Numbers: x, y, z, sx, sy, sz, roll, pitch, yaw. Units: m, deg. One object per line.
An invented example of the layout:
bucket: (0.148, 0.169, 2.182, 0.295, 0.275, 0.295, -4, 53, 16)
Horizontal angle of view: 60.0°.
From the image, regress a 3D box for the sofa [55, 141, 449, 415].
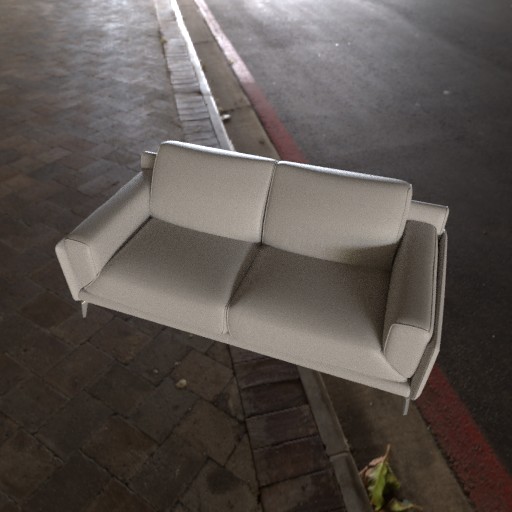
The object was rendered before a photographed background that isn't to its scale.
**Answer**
sofa: (0.000, 0.000, 2.634, 2.101, 0.930, 1.049, 13, 42, 15)
